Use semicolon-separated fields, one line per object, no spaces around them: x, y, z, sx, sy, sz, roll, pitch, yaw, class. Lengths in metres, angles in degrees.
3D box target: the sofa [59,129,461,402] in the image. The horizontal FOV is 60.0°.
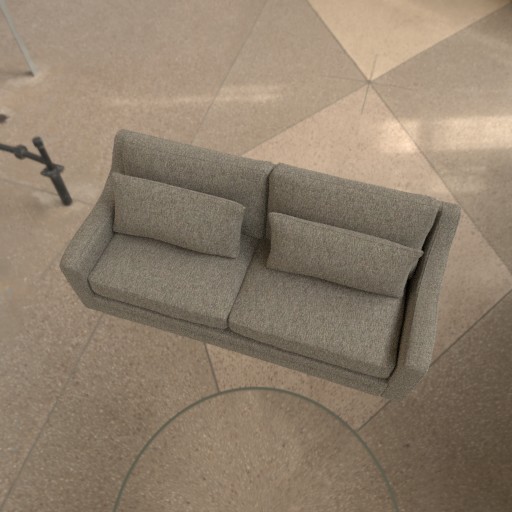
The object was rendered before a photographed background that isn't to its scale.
0.000;0.000;3.015;2.418;0.998;1.103;15;59;9;sofa
